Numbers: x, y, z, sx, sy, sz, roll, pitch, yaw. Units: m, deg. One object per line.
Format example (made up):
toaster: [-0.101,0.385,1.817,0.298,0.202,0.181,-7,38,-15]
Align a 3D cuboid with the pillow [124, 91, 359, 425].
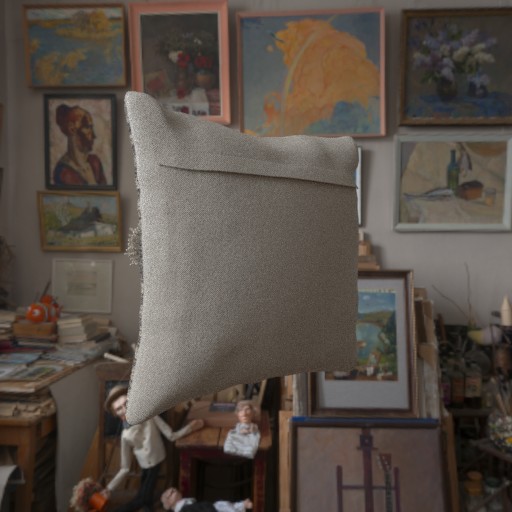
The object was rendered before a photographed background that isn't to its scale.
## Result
pillow: [0.000,0.000,0.794,0.484,0.490,0.234,-1,1,-36]
